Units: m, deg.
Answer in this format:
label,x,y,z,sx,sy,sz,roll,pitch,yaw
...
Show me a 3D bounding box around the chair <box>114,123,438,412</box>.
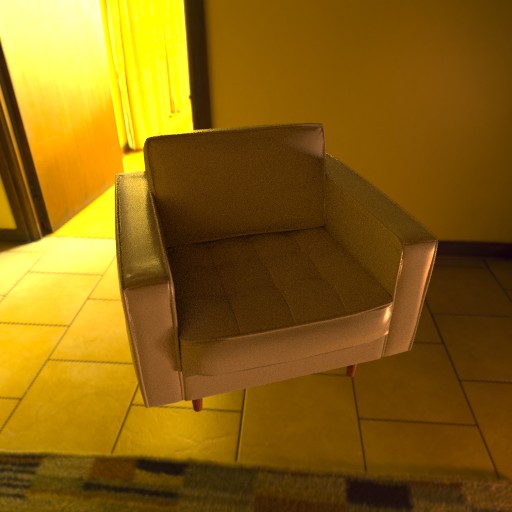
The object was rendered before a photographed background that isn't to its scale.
label,x,y,z,sx,sy,sz,roll,pitch,yaw
chair,0.000,0.000,1.551,0.928,0.773,0.843,-9,33,-13
